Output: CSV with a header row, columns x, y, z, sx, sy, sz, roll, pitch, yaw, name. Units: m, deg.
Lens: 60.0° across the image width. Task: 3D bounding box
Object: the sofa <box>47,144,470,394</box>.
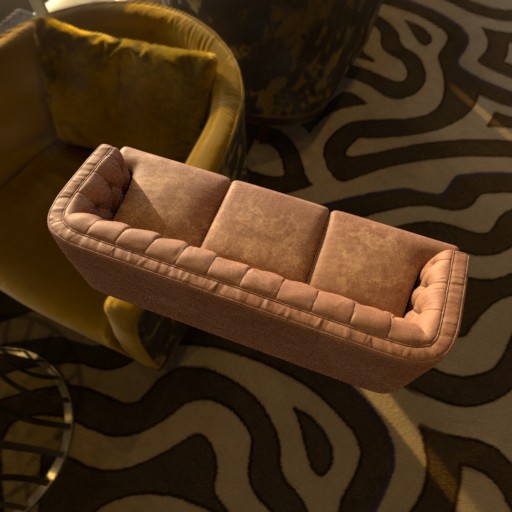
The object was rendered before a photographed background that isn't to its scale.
x,y,z,sx,sy,sz,roll,pitch,yaw,name
0.000,0.000,2.632,2.257,0.791,0.922,18,64,9,sofa
